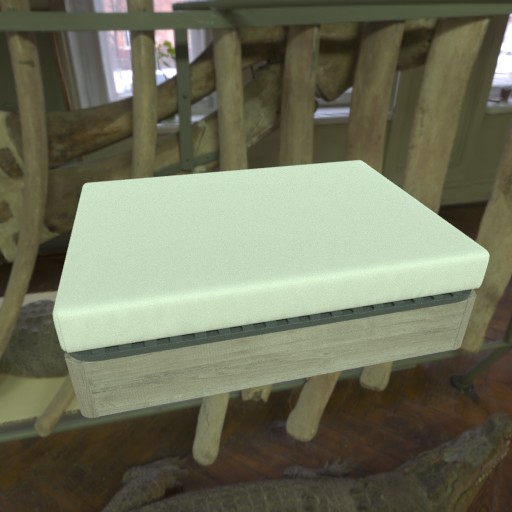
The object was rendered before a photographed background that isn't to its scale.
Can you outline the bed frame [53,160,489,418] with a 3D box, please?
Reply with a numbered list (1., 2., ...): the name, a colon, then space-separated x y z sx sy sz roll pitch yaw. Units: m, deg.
1. bed frame: 0.000 0.000 2.524 1.900 0.561 1.400 -7 31 -12
